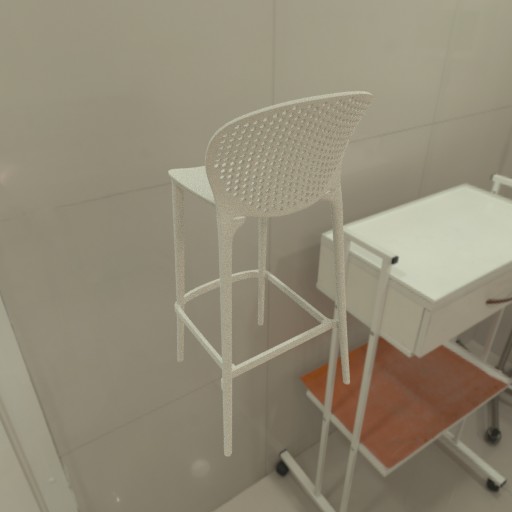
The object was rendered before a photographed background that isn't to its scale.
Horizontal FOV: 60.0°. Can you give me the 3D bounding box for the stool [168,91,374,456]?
[{"bbox_3d":[0.000,0.000,1.390,0.536,1.045,0.535,-20,36,-30],"label":"stool"}]
